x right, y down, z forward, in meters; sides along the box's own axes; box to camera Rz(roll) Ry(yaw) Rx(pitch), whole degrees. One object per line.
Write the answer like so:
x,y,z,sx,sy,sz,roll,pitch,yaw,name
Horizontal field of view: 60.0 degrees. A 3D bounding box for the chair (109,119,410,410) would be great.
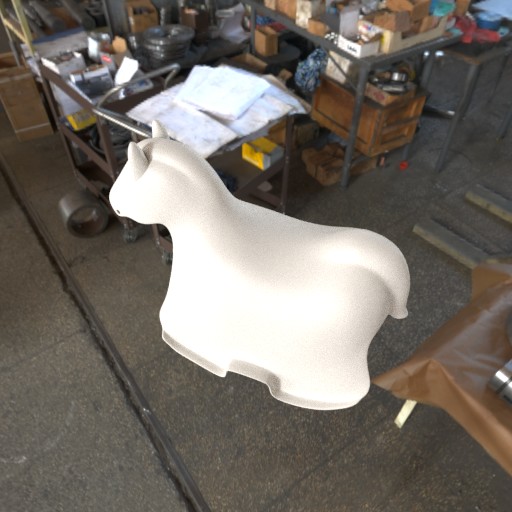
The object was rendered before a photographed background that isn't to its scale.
0.000,0.000,1.144,0.800,0.612,0.429,15,49,14,chair
